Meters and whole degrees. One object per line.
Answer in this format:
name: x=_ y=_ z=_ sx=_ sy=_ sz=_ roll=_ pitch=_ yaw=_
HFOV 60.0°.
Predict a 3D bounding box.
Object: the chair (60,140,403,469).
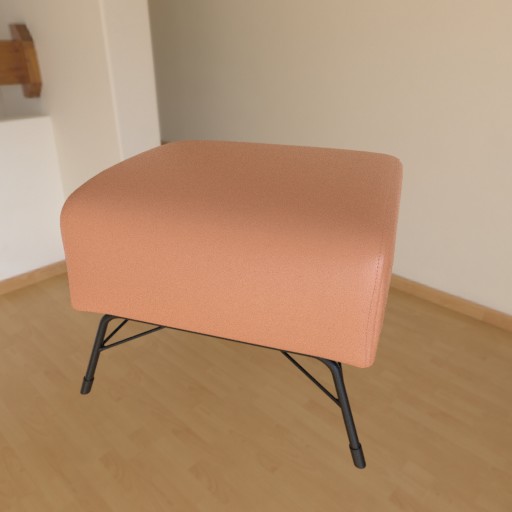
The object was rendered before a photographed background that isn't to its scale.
chair: x=0.000 y=0.000 z=0.895 sx=0.530 sy=0.410 sz=0.530 roll=8 pitch=27 yaw=16
